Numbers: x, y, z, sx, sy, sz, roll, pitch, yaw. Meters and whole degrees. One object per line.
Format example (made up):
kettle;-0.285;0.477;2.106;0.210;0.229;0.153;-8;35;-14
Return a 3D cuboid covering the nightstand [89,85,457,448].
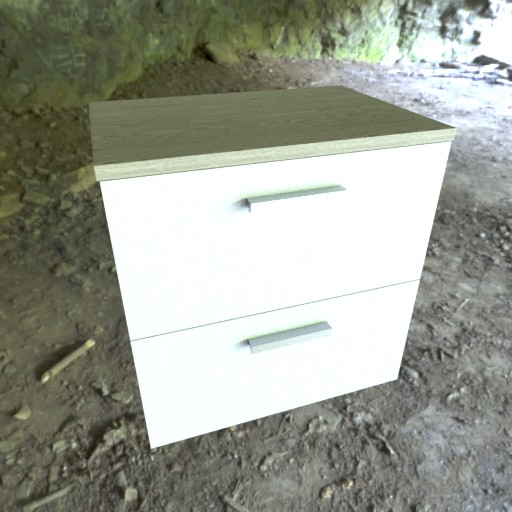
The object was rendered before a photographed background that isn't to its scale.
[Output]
nightstand;0.000;0.000;0.741;0.442;0.461;0.325;-10;32;-16
